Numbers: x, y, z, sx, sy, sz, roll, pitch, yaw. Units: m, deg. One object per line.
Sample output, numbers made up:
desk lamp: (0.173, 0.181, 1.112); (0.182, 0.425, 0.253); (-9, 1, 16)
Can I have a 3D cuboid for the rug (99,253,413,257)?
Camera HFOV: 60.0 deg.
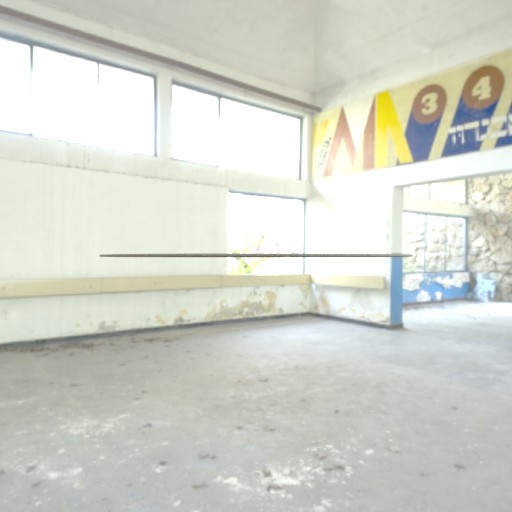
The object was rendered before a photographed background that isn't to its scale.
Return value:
rug: (0.000, 0.000, 3.572); (2.382, 0.014, 2.382); (0, 0, 0)
